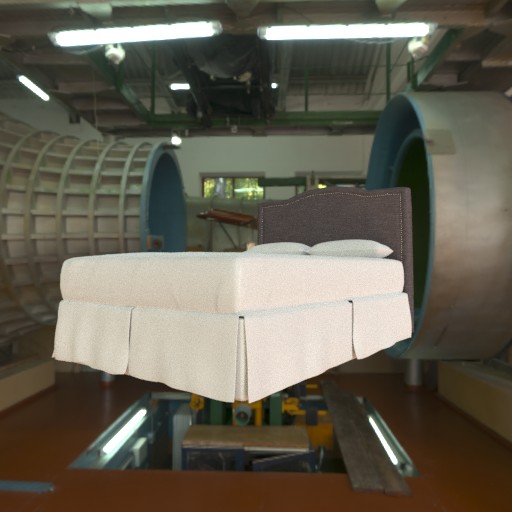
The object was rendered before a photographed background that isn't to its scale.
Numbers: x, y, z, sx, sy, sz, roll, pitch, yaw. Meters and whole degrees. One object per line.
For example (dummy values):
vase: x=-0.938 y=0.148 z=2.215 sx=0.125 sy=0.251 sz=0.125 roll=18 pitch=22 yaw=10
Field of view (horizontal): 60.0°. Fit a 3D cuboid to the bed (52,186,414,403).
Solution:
bed: x=0.000 y=0.000 z=3.513 sx=1.741 sy=1.441 sz=2.507 roll=-1 pitch=-2 yaw=37
